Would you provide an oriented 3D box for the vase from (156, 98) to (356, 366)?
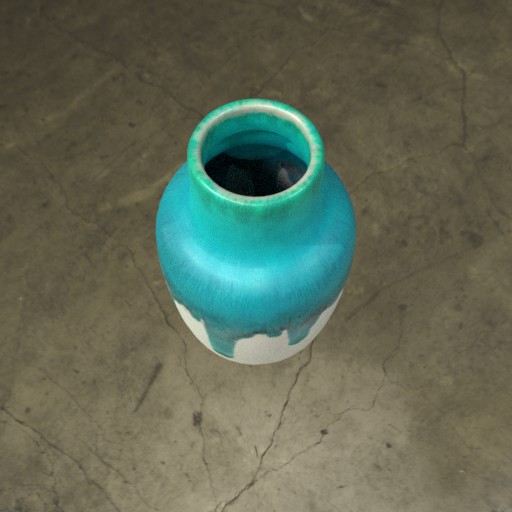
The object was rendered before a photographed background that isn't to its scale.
[{"bbox_3d":[0.000,0.000,0.256,0.106,0.192,0.106,0,64,0],"label":"vase"}]
